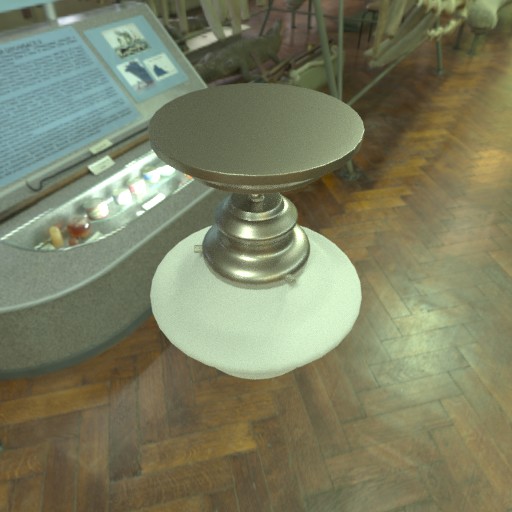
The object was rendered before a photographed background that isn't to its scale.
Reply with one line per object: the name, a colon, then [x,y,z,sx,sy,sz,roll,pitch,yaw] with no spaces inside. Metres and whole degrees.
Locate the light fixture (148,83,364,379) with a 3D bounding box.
light fixture: [0.000,0.000,0.398,0.199,0.254,0.199,0,40,0]
